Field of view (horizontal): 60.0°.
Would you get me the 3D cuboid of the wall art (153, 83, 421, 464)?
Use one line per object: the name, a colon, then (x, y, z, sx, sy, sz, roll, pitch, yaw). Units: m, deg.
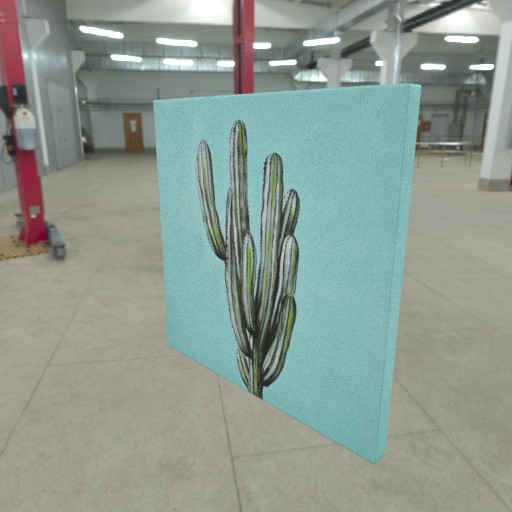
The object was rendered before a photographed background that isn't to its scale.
wall art: (0.000, 0.000, 1.115, 0.765, 0.766, 0.054, 15, 22, 42)
